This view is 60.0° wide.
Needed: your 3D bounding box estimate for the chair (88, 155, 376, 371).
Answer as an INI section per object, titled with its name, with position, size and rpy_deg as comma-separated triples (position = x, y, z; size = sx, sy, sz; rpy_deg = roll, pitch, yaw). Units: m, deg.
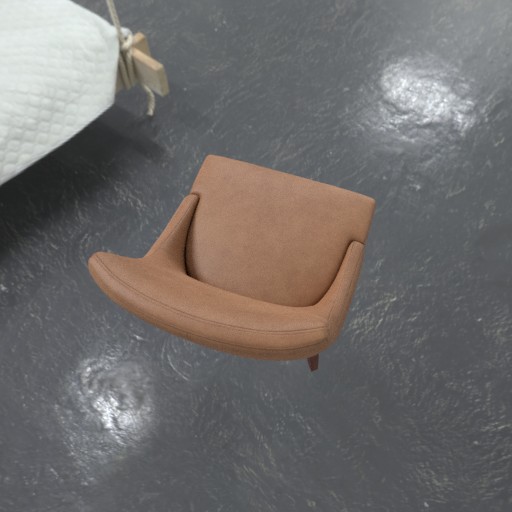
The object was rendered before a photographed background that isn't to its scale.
[chair]
position = 0.000, 0.000, 1.473
size = 0.701, 0.909, 0.861
rpy_deg = 17, 64, 9
